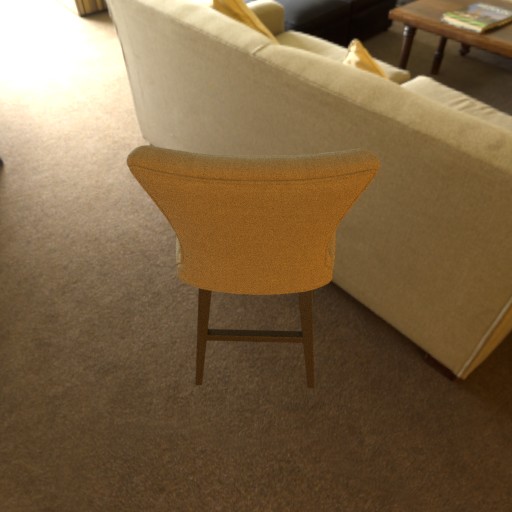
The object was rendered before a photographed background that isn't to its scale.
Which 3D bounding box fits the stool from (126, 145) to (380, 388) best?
[{"bbox_3d":[0.000,0.000,1.428,0.514,1.086,0.574,1,47,1],"label":"stool"}]
